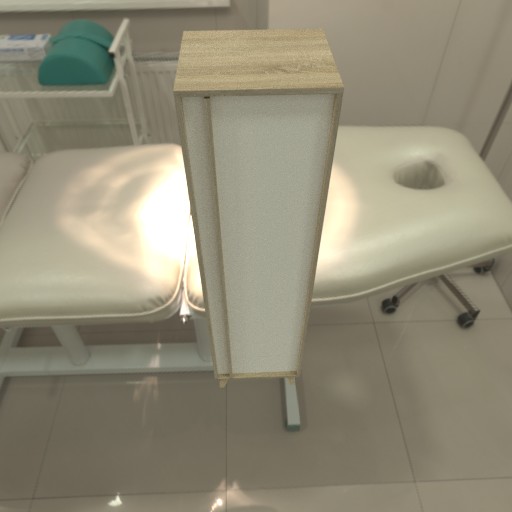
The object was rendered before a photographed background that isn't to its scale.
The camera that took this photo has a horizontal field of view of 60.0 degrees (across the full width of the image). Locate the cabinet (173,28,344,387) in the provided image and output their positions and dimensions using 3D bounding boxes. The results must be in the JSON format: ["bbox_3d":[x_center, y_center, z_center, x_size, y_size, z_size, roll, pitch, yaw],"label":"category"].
[{"bbox_3d":[0.000,0.000,2.193,0.510,1.960,0.450,-2,48,-2],"label":"cabinet"}]
